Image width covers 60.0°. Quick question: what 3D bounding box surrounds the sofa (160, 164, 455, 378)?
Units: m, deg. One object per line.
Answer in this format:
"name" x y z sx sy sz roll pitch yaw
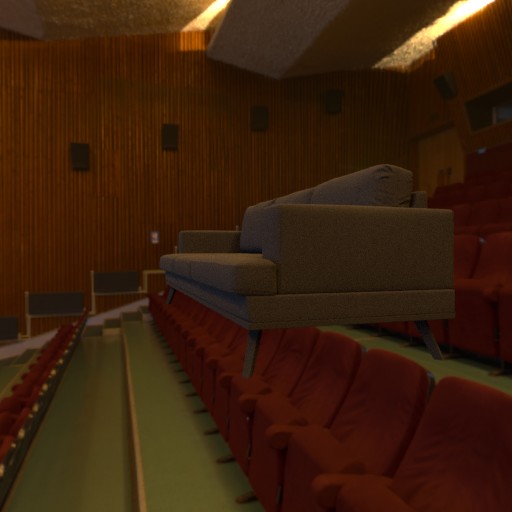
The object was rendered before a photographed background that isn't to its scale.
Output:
"sofa" 0.000 0.000 2.693 0.920 0.810 2.310 0 1 -18
